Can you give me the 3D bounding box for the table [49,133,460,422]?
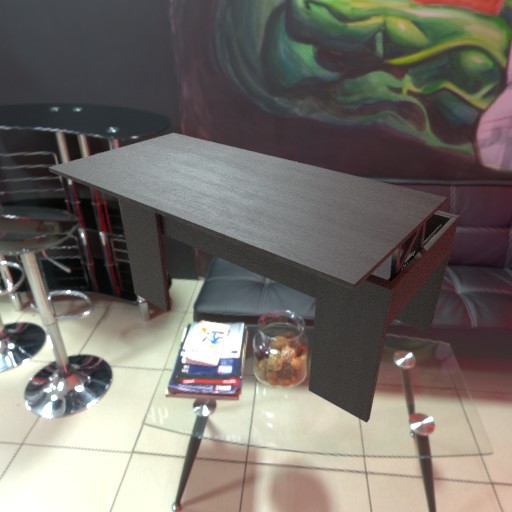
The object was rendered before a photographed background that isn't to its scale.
[{"bbox_3d":[0.000,0.000,1.424,1.000,0.570,0.711,22,37,32],"label":"table"}]
